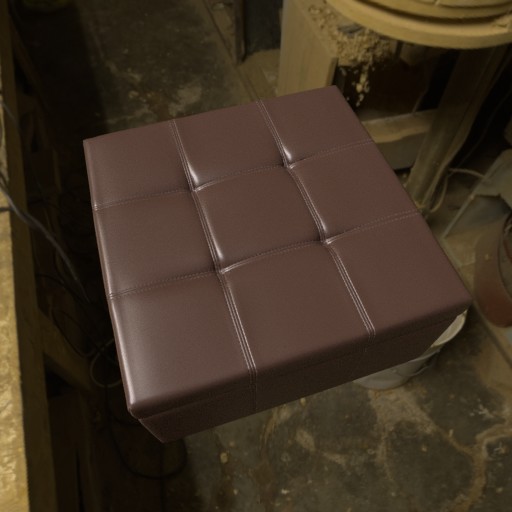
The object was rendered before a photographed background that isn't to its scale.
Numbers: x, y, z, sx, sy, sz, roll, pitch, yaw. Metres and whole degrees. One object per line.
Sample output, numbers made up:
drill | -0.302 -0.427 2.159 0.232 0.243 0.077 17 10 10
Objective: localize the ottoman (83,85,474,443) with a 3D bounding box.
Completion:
ottoman | 0.000 0.000 1.291 0.788 0.460 0.787 -15 60 -9
